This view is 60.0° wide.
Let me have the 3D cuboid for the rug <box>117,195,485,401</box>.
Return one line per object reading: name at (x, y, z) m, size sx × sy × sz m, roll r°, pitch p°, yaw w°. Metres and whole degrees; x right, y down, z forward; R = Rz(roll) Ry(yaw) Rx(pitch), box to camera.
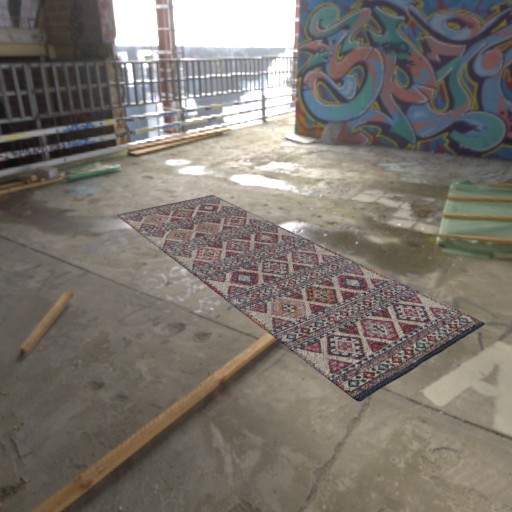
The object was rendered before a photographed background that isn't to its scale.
rug at (0.000, 0.000, 2.627) m, size 0.832 × 0.008 × 2.362 m, roll -17°, pitch 30°, yaw -32°
